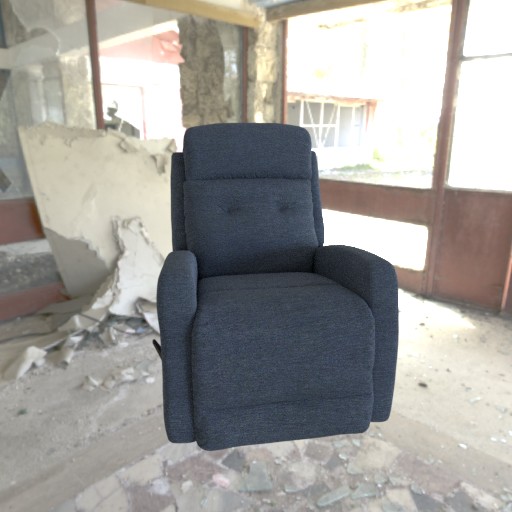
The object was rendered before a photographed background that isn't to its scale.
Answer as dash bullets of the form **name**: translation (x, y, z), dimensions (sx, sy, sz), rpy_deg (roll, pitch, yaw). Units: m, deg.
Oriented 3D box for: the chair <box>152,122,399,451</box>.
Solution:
- **chair**: translation (0.000, 0.000, 1.736), dimensions (0.798, 1.013, 1.043), rpy_deg (-2, 16, -9)
